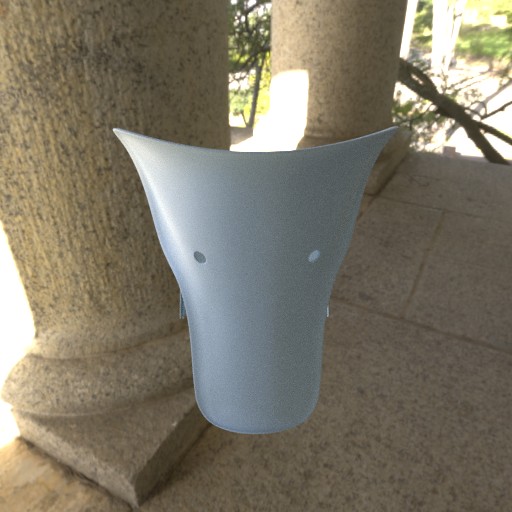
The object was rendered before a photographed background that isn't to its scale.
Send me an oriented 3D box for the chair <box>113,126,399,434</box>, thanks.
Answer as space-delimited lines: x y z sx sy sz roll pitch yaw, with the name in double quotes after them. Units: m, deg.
0.000 0.000 0.856 0.451 0.554 0.402 -1 31 -1 "chair"
